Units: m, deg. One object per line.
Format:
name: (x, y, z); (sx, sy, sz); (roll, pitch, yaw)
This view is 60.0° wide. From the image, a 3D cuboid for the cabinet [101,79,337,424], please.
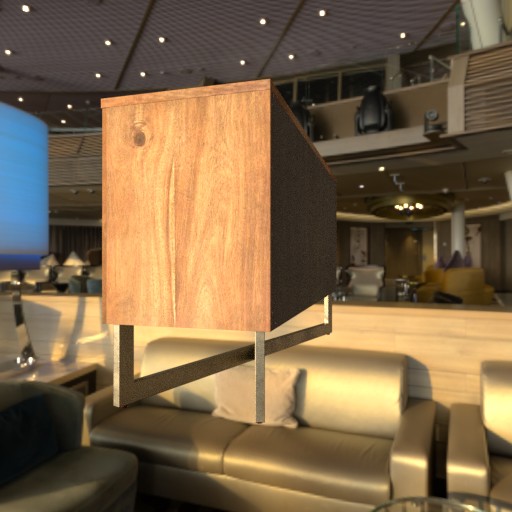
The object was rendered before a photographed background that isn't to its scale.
cabinet: (0.000, 0.000, 1.746); (0.480, 0.812, 1.373); (0, 0, 17)
